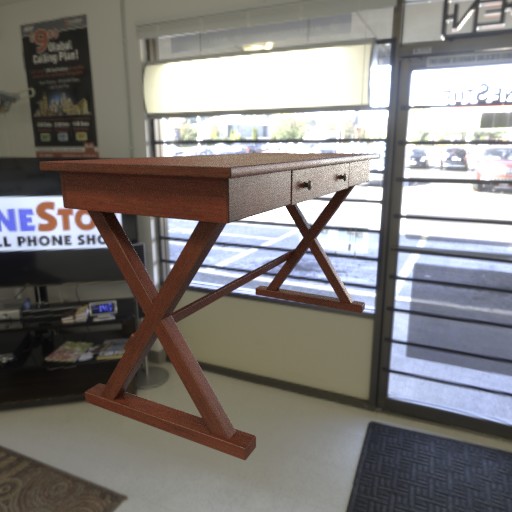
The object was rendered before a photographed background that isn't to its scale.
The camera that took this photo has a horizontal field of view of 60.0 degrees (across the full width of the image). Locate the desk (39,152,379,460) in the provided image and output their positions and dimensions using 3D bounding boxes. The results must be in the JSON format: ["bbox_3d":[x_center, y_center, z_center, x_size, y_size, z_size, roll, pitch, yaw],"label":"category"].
[{"bbox_3d":[0.000,0.000,1.738,0.600,0.761,1.372,7,16,27],"label":"desk"}]
